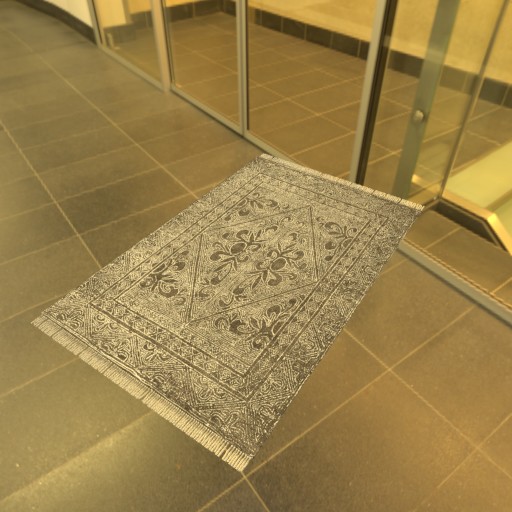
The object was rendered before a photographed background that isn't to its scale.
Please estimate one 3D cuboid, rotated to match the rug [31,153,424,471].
[{"bbox_3d":[0.000,0.000,3.005,1.529,0.010,2.440,24,47,25],"label":"rug"}]
